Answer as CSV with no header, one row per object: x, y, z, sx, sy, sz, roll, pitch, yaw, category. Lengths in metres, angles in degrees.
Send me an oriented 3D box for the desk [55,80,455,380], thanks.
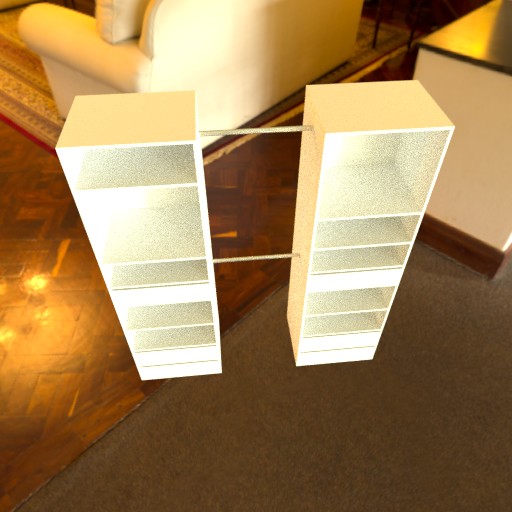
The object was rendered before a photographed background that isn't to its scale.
0.000,0.000,2.837,1.770,2.000,0.480,-4,46,-4,desk
